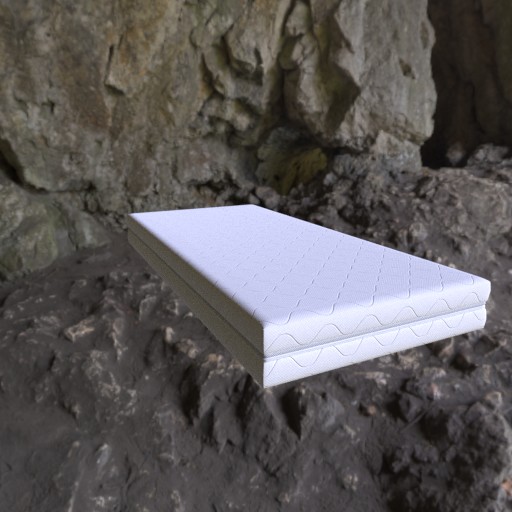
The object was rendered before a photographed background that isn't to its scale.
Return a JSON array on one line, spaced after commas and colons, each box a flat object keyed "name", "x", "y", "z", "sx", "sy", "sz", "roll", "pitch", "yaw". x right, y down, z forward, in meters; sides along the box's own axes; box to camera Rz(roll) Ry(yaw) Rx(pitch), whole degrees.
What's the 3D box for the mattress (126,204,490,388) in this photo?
[{"name": "mattress", "x": 0.000, "y": 0.000, "z": 2.194, "sx": 0.900, "sy": 0.200, "sz": 1.900, "roll": -7, "pitch": 17, "yaw": -25}]
